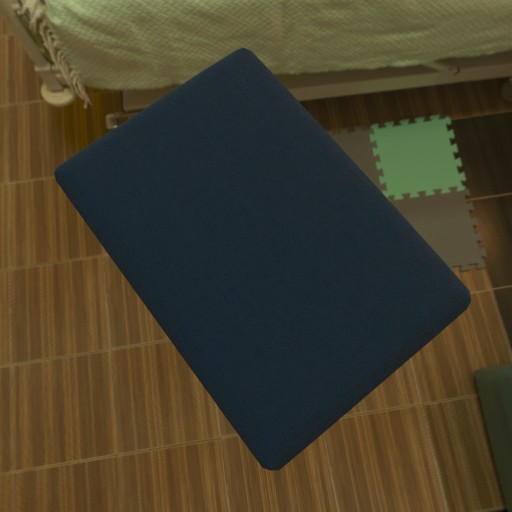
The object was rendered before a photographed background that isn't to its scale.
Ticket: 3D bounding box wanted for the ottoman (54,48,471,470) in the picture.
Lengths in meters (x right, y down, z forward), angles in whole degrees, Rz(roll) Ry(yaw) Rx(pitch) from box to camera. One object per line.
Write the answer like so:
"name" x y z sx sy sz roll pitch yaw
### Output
"ottoman" 0.000 0.000 1.184 0.587 0.498 0.835 -37 78 -9
